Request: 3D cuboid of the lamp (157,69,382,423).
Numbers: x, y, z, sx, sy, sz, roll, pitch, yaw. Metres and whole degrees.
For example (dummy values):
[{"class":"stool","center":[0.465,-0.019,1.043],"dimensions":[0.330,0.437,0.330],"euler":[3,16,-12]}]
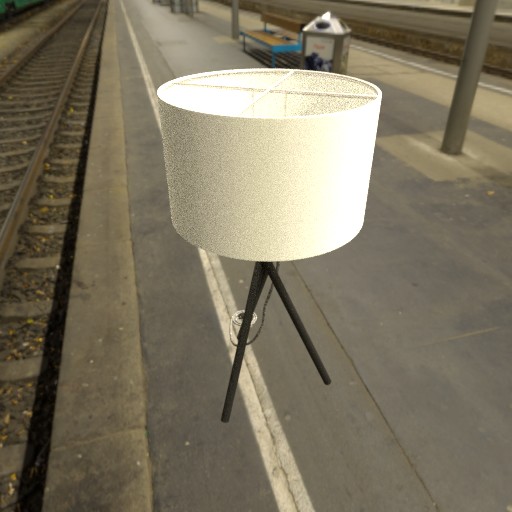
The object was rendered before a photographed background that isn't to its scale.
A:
[{"class":"lamp","center":[0.000,0.000,0.916],"dimensions":[0.353,0.674,0.422],"euler":[-22,38,-30]}]
